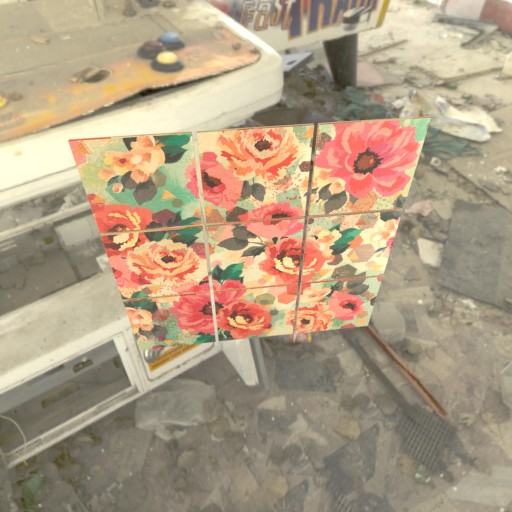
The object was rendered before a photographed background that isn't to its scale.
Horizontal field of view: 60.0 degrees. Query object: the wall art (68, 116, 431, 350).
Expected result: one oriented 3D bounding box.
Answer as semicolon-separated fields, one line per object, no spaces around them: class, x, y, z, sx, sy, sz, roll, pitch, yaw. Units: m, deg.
wall art;0.000;0.000;1.914;1.216;1.220;0.013;-5;46;-5
